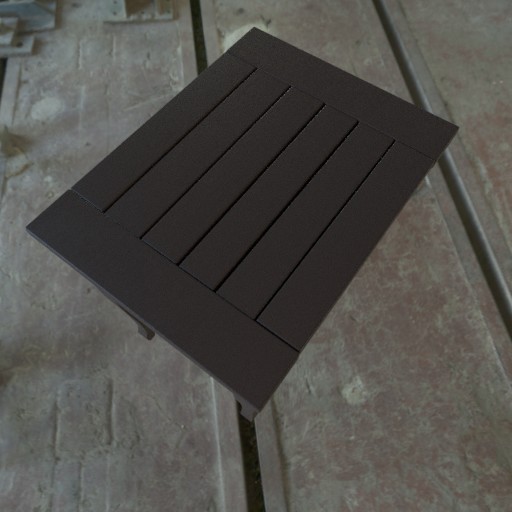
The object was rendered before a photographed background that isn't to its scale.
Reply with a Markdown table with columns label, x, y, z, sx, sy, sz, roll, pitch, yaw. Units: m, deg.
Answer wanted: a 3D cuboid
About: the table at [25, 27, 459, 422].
| label | x | y | z | sx | sy | sz | roll | pitch | yaw |
| --- | --- | --- | --- | --- | --- | --- | --- | --- | --- |
| table | 0.000 | 0.000 | 1.011 | 0.460 | 0.605 | 0.602 | 34 | 68 | 16 |
